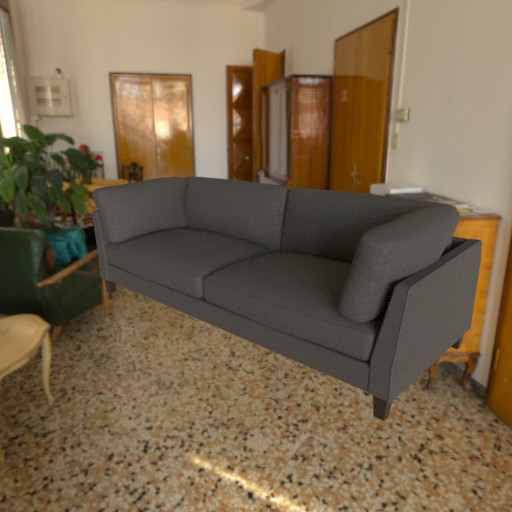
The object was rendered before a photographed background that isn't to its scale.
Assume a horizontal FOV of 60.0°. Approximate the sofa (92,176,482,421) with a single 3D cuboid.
[{"bbox_3d":[0.000,0.000,2.692,2.312,0.792,0.969,14,21,41],"label":"sofa"}]
